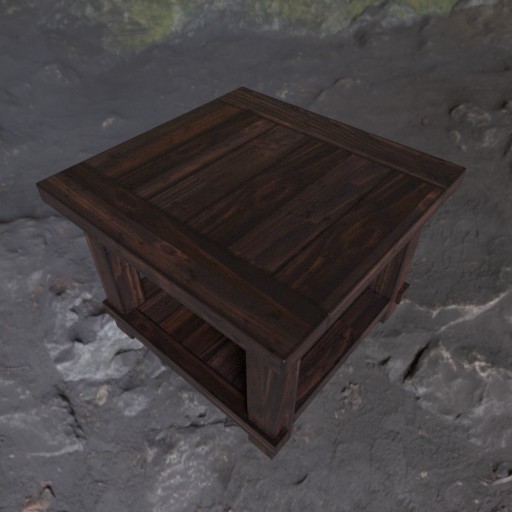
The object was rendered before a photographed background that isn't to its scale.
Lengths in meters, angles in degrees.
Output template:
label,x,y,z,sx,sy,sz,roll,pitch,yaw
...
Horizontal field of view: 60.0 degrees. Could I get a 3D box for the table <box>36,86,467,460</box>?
label,x,y,z,sx,sy,sz,roll,pitch,yaw
table,0.000,0.000,1.018,0.606,0.437,0.593,31,52,28
